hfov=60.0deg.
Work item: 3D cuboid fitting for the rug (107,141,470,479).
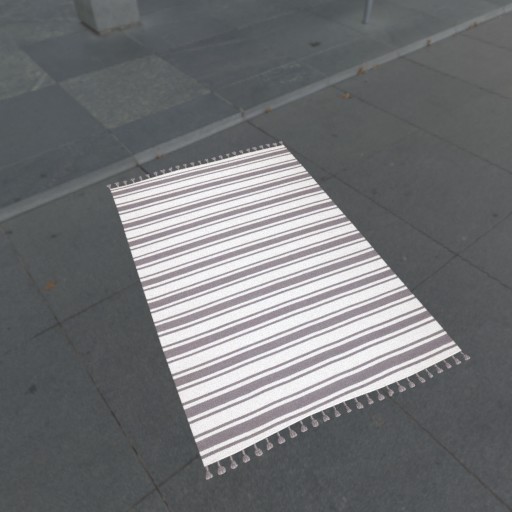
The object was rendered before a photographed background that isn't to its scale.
[{"bbox_3d":[0.000,0.000,3.014,1.563,0.014,2.425,-18,49,-16],"label":"rug"}]
